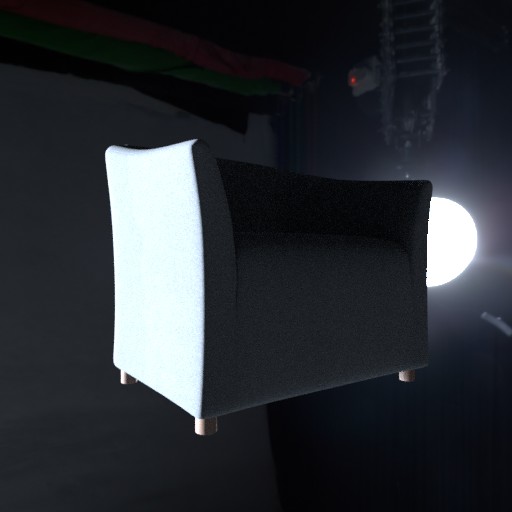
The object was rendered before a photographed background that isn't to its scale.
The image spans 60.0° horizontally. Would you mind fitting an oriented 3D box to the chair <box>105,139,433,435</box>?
[{"bbox_3d":[0.000,0.000,1.335,0.790,0.720,0.700,0,-1,-36],"label":"chair"}]
